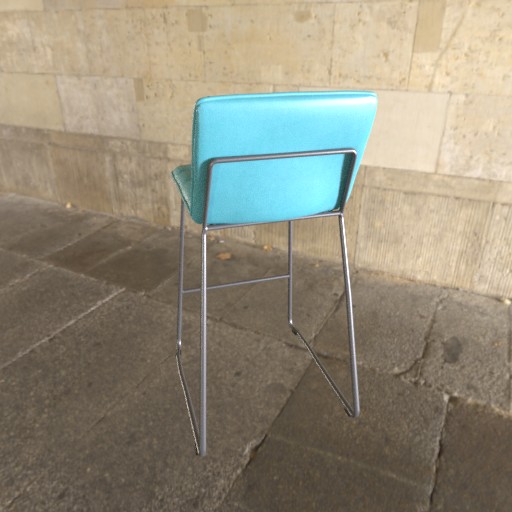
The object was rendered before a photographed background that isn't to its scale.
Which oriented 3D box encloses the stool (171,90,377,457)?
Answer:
[{"bbox_3d":[0.000,0.000,1.276,0.489,0.936,0.524,-8,27,-15],"label":"stool"}]
